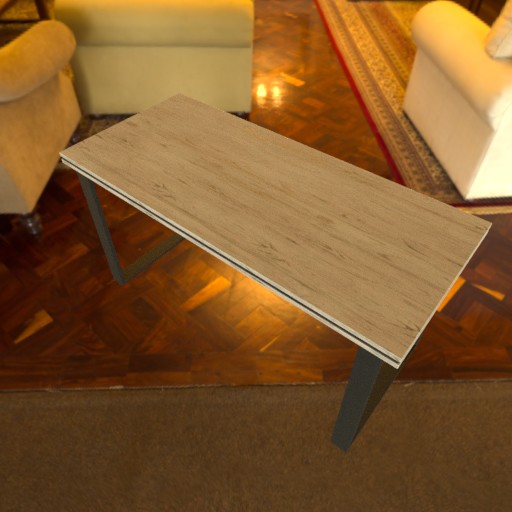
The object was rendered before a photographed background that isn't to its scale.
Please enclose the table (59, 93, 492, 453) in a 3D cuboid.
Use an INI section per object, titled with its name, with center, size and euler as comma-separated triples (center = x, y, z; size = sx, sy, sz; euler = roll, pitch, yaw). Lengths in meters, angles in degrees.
[table]
center = 0.000, 0.000, 2.262
size = 1.778, 0.899, 0.795
euler = 30, 53, 26
